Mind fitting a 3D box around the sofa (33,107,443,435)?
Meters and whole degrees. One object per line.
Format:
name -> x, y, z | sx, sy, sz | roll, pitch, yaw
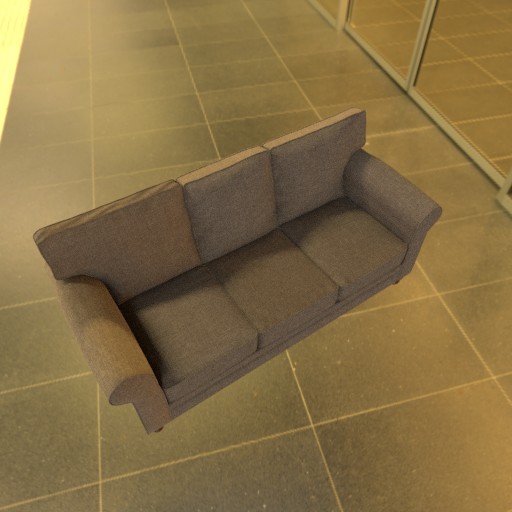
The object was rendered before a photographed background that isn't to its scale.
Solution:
sofa -> 0.000, 0.000, 2.555 | 2.084, 0.961, 0.916 | -27, 53, -22
